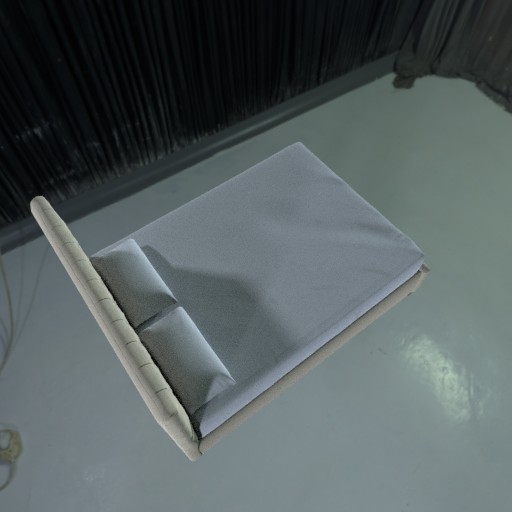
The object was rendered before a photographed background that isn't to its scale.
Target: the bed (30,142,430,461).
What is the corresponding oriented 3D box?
[{"bbox_3d":[0.000,0.000,3.413,2.387,1.427,1.698,-32,64,-18],"label":"bed"}]
